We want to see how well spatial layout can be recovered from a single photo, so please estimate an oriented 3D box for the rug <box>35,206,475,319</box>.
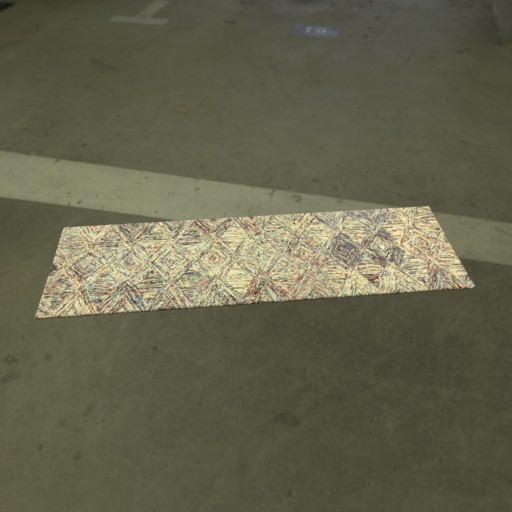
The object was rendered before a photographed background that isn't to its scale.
[{"bbox_3d":[0.000,0.000,2.530,2.292,0.015,0.688,-4,45,-4],"label":"rug"}]
